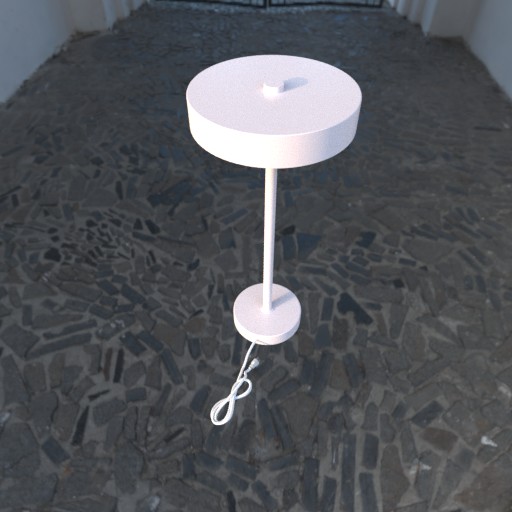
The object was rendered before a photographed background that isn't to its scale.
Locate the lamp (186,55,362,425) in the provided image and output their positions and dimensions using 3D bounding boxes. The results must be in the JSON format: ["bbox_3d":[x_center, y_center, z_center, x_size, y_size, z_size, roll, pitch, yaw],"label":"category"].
[{"bbox_3d":[0.000,0.000,0.712,0.229,0.508,0.369,14,48,13],"label":"lamp"}]
